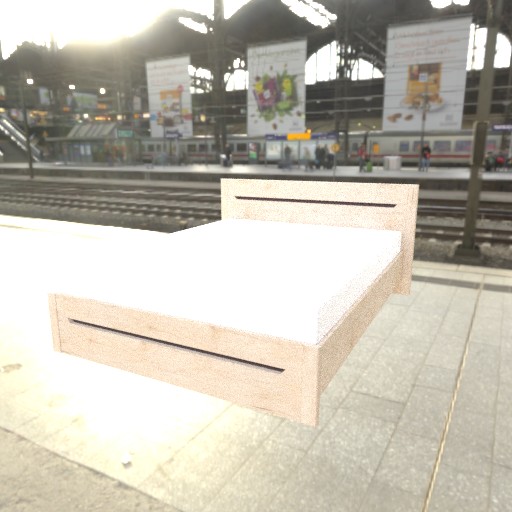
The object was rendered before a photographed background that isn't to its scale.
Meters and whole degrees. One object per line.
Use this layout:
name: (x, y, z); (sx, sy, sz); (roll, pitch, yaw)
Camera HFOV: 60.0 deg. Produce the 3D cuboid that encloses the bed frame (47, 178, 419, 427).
bed frame: (0.000, 0.000, 3.064); (1.800, 0.900, 2.080); (7, 15, 26)
